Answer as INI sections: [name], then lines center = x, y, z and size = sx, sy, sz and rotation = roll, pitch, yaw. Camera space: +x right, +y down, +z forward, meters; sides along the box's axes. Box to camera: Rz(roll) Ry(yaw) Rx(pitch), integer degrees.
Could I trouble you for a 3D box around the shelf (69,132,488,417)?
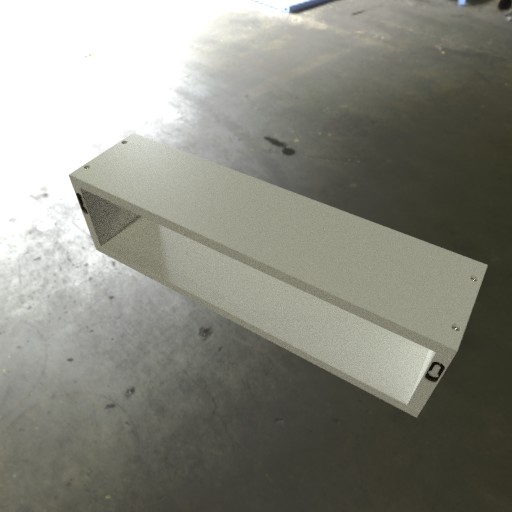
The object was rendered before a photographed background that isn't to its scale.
[shelf]
center = 0.000, 0.000, 0.699
size = 0.610, 0.170, 0.150
rotation = 24, 51, 21
